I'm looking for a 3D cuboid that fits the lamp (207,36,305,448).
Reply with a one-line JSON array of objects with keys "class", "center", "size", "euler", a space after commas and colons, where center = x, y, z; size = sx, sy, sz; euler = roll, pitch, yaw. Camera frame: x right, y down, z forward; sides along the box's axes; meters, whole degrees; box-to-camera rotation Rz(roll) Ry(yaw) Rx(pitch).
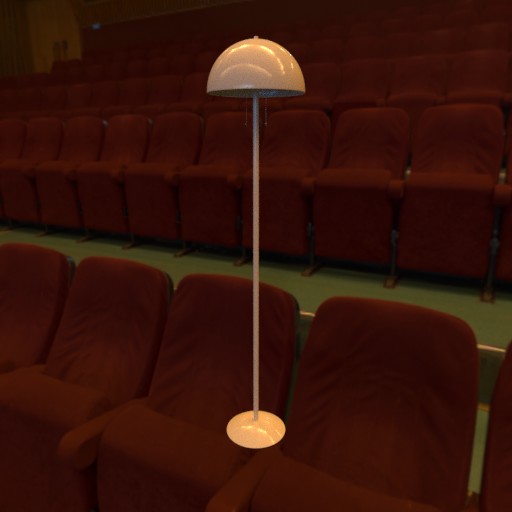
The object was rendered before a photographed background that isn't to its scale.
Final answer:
[{"class": "lamp", "center": [0.000, 0.000, 1.638], "size": [0.328, 1.480, 0.328], "euler": [8, 17, 26]}]
